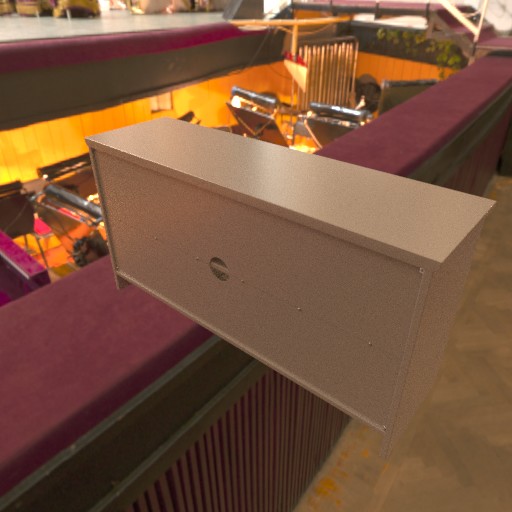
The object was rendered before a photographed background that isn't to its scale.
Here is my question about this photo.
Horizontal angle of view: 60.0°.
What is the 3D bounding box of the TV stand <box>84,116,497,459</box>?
[{"bbox_3d":[0.000,0.000,1.391,1.167,0.603,0.344,24,39,33],"label":"TV stand"}]
